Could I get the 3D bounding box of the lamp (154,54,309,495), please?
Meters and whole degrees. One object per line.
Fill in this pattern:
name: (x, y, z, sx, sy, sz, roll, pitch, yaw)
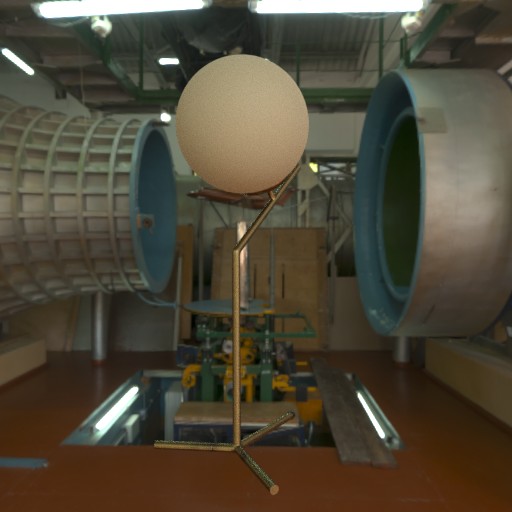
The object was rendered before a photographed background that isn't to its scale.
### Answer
lamp: (0.000, 0.000, 0.656, 0.210, 0.552, 0.251, 1, 1, 36)
